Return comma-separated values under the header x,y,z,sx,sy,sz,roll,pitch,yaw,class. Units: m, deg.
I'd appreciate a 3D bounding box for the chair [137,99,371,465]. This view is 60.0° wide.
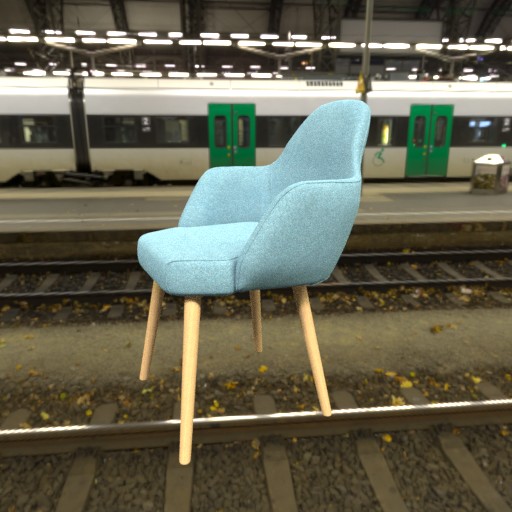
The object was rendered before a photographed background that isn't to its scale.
x,y,z,sx,sy,sz,roll,pitch,yaw,class
0.000,0.000,1.353,0.666,0.920,0.589,-8,17,-26,chair
